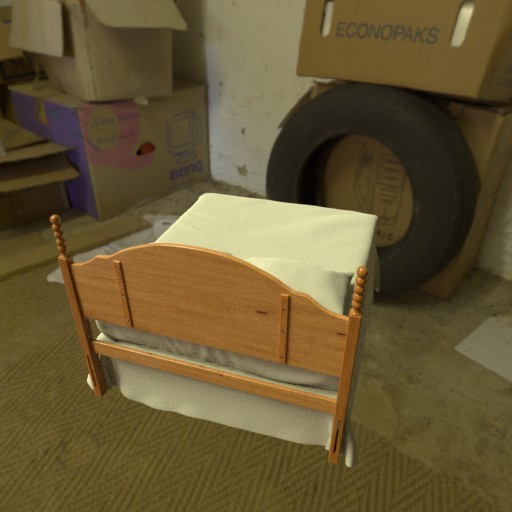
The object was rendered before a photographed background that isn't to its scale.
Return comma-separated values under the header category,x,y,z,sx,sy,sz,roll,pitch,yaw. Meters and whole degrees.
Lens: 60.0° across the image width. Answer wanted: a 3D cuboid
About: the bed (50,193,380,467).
category,x,y,z,sx,sy,sz,roll,pitch,yaw
bed,0.000,0.000,3.267,1.873,1.356,2.040,10,33,15
